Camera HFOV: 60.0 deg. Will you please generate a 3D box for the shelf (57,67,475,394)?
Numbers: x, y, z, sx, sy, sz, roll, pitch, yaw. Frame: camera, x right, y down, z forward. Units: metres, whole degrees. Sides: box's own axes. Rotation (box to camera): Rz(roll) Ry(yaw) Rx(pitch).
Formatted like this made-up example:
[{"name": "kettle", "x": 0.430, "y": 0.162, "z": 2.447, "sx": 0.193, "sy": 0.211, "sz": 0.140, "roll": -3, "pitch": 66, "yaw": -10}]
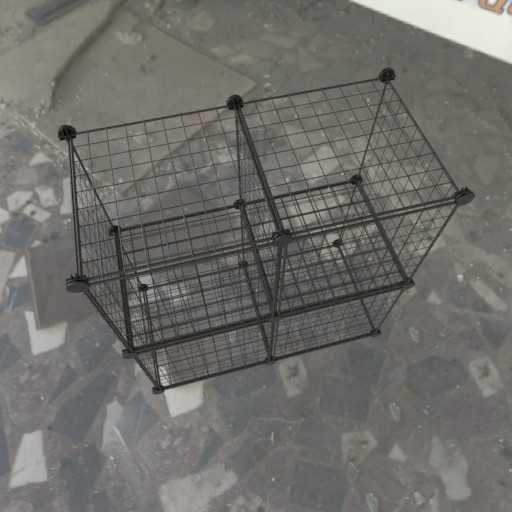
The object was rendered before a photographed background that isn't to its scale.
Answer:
[{"name": "shelf", "x": 0.000, "y": 0.000, "z": 1.123, "sx": 0.711, "sy": 0.711, "sz": 0.356, "roll": -13, "pitch": 60, "yaw": -8}]
